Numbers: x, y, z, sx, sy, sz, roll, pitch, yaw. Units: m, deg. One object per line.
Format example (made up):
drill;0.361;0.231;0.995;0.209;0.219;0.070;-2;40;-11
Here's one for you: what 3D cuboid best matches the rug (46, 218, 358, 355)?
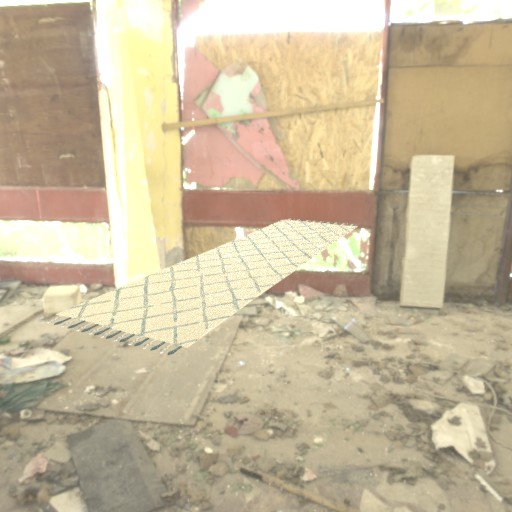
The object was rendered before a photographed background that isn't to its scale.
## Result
rug;0.000;0.000;2.547;0.620;0.008;2.372;8;17;26
